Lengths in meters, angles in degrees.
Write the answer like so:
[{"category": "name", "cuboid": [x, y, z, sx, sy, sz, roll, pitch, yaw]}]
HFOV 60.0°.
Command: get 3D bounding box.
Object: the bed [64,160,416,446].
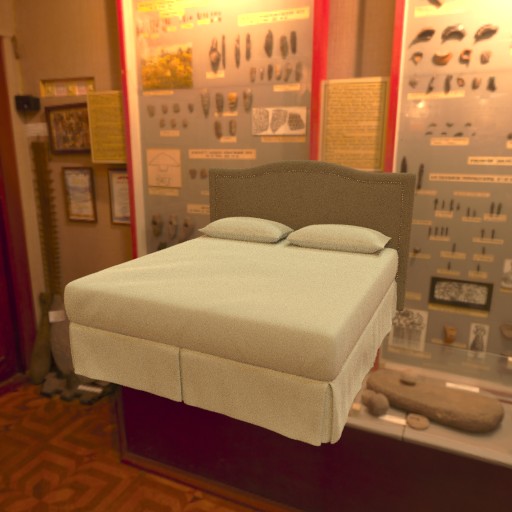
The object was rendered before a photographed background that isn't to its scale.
[{"category": "bed", "cuboid": [0.000, 0.000, 3.520, 2.083, 1.421, 2.182, 7, 16, 25]}]
